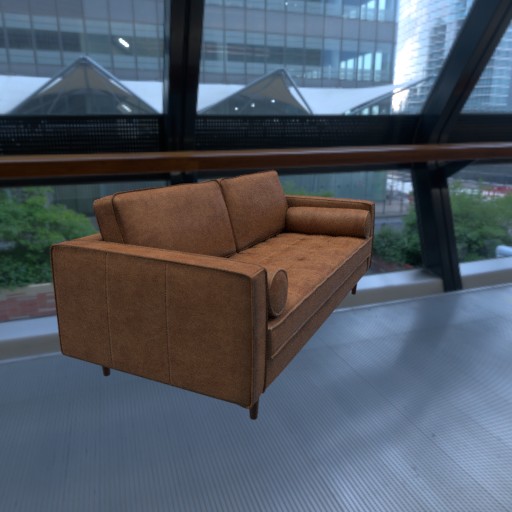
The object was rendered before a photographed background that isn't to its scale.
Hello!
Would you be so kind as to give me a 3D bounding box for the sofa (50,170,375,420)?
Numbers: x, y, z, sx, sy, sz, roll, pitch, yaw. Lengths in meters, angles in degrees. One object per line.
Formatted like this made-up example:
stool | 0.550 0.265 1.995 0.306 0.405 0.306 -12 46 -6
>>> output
sofa | 0.000 0.000 2.422 0.924 0.825 1.920 7 16 25
